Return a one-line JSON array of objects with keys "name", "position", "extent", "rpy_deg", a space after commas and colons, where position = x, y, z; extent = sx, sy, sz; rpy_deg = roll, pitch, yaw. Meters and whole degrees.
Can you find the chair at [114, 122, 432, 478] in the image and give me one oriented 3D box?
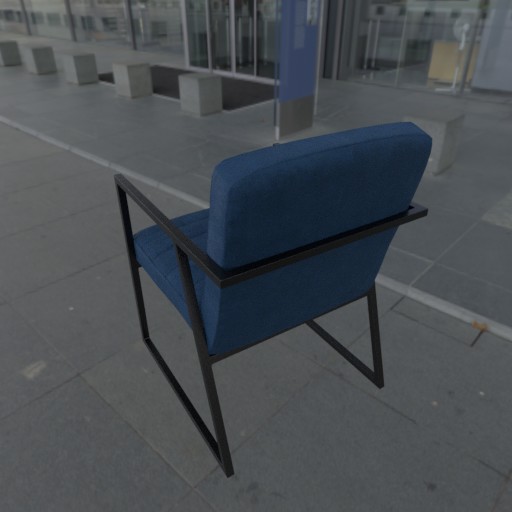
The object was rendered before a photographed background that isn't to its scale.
[{"name": "chair", "position": [0.000, 0.000, 1.274], "extent": [0.571, 0.833, 0.677], "rpy_deg": [-18, 36, -27]}]
